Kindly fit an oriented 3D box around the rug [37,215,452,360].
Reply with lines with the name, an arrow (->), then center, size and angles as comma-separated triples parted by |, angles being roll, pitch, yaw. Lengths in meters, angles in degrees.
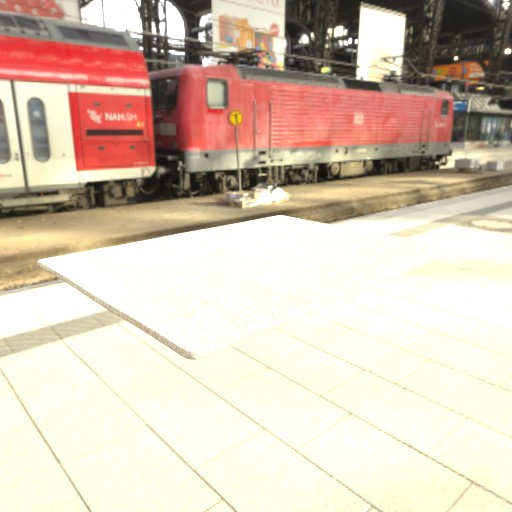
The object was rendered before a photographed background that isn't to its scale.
rug -> 0.000, 0.000, 2.111 | 1.600, 0.027, 1.200 | -15, 21, -41
